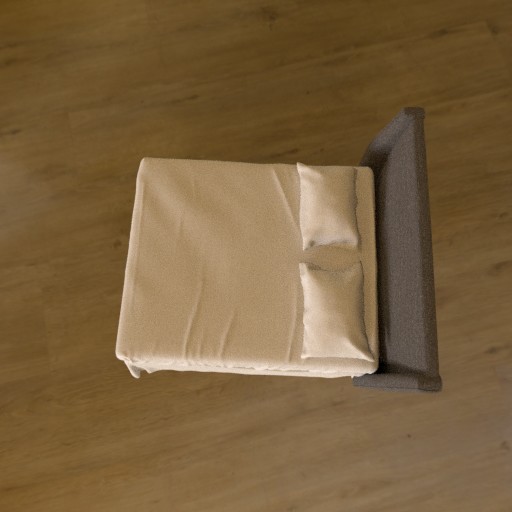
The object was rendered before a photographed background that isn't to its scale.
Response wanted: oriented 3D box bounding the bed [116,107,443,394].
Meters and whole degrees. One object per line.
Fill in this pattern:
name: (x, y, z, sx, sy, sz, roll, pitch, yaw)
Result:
bed: (0.000, 0.000, 3.454, 2.276, 1.332, 1.925, 3, 74, 1)
